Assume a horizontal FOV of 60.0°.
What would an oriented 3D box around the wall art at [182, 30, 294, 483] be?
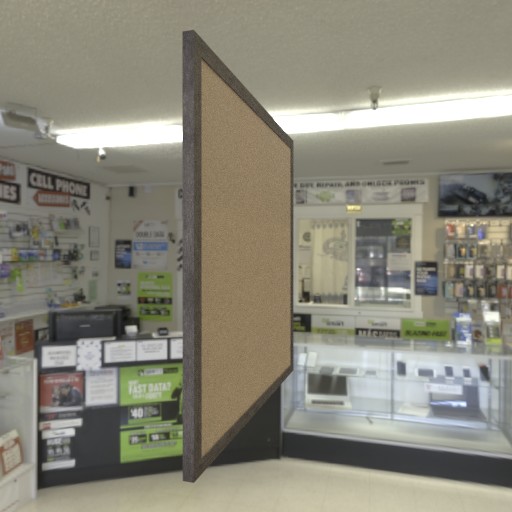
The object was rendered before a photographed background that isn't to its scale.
[{"bbox_3d":[0.000,0.000,0.667,0.013,0.457,0.457,0,0,17],"label":"wall art"}]
